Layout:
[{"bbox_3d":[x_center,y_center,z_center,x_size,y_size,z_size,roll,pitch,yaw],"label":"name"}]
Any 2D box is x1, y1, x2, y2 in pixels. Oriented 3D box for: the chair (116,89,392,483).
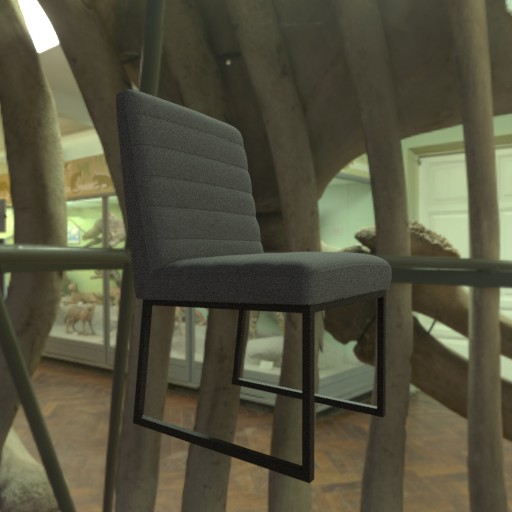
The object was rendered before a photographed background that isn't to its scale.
[{"bbox_3d":[0.000,0.000,1.268,0.634,0.930,0.520,0,1,35],"label":"chair"}]
